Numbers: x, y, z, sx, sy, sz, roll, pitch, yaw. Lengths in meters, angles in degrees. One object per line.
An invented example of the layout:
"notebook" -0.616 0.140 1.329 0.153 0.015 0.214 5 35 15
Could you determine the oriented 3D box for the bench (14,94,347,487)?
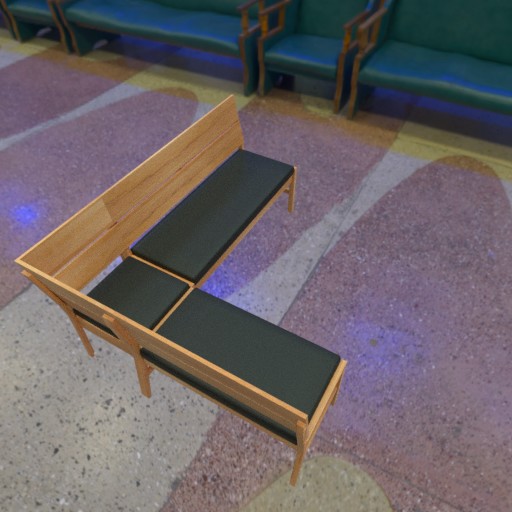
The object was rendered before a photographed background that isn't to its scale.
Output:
"bench" 0.000 0.000 2.754 1.548 0.890 1.948 23 51 20
